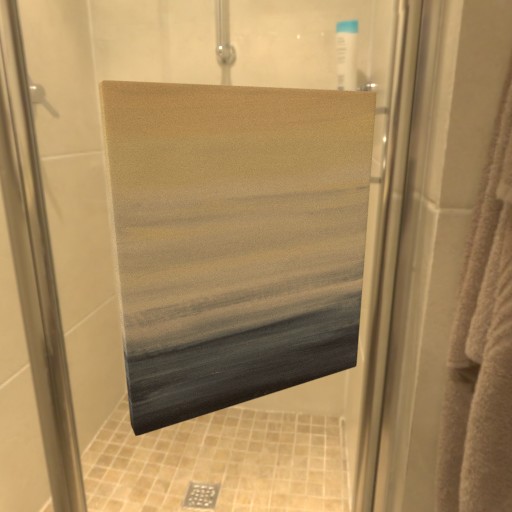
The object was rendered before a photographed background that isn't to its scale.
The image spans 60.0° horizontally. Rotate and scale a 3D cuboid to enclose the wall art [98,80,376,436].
[{"bbox_3d":[0.000,0.000,0.996,0.608,0.710,0.041,-9,19,-27],"label":"wall art"}]
